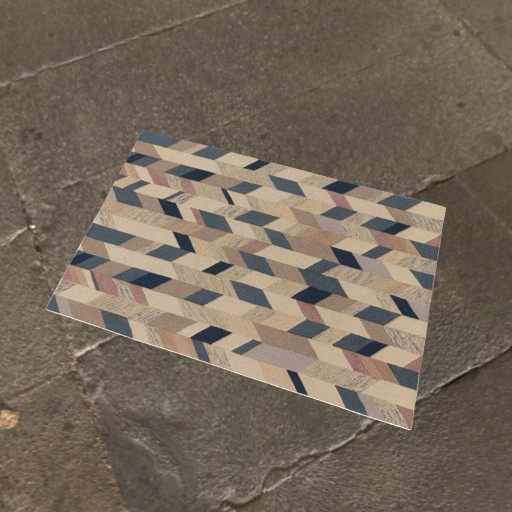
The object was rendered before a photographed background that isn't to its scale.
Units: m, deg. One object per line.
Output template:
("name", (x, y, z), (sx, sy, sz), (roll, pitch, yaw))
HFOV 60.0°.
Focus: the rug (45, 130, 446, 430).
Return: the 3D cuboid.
("rug", (0.000, 0.000, 2.310), (1.813, 0.006, 1.202), (16, 66, 8))
